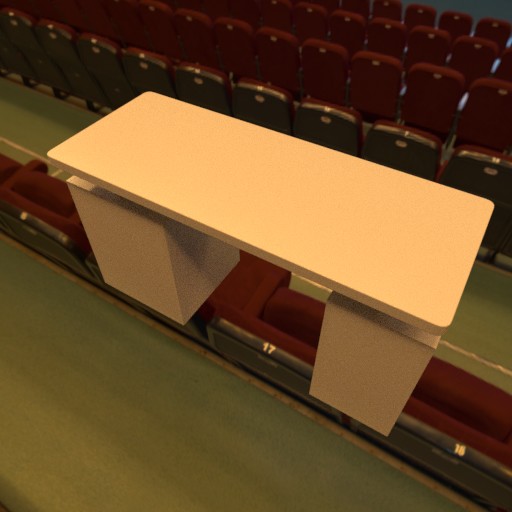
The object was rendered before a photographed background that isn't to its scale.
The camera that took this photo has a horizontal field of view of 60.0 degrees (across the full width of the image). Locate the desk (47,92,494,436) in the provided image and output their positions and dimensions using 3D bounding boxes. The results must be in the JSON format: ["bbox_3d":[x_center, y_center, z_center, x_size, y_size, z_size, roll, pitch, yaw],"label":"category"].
[{"bbox_3d":[0.000,0.000,1.733,1.400,0.762,0.550,24,51,21],"label":"desk"}]
